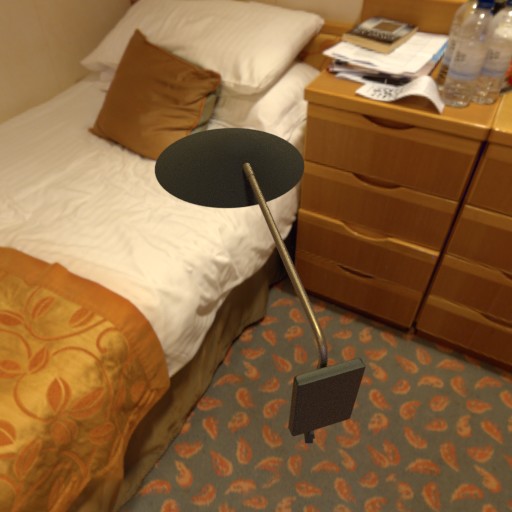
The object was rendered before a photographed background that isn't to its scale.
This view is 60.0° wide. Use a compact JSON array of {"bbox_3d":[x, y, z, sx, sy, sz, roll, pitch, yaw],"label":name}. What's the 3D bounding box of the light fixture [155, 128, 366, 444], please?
[{"bbox_3d":[0.000,0.000,0.674,0.240,0.312,0.516,-12,45,-13],"label":"light fixture"}]
